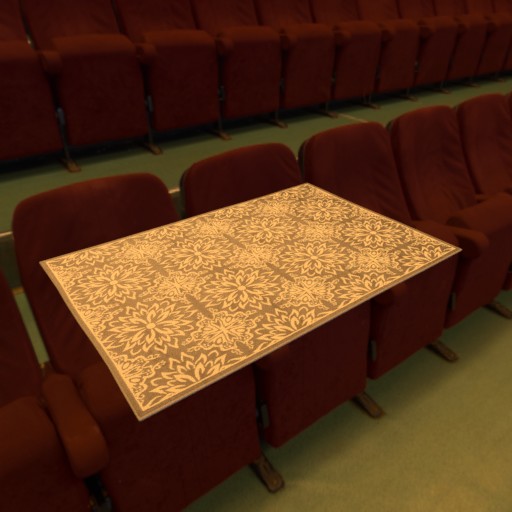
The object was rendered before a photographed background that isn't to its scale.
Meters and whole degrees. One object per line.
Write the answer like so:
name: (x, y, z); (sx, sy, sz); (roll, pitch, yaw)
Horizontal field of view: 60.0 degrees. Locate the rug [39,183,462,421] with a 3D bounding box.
rug: (0.000, 0.000, 2.314); (1.847, 0.012, 1.224); (-21, 36, -31)
